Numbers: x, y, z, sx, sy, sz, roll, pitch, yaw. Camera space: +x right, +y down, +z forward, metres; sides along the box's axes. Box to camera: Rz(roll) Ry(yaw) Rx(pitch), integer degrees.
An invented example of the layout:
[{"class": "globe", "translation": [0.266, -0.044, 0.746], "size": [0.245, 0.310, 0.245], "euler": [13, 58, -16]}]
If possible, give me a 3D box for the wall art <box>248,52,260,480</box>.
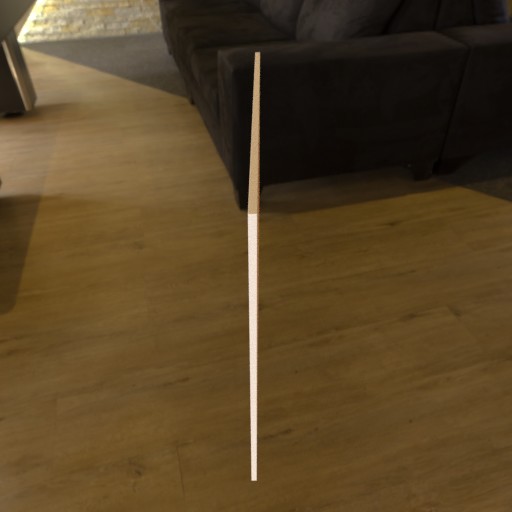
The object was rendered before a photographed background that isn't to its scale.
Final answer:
[{"class": "wall art", "translation": [0.000, 0.000, 0.815], "size": [0.009, 0.559, 0.558], "euler": [0, 39, 1]}]
